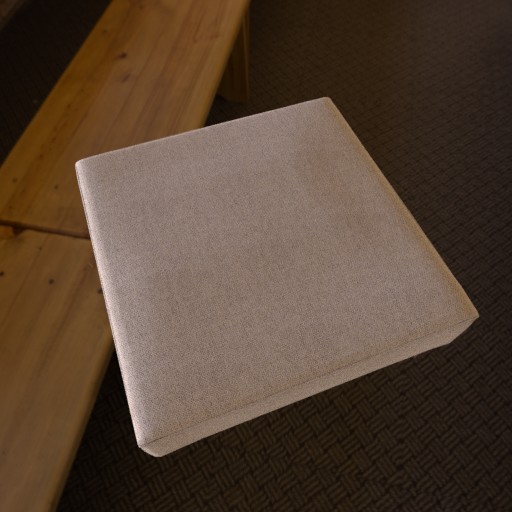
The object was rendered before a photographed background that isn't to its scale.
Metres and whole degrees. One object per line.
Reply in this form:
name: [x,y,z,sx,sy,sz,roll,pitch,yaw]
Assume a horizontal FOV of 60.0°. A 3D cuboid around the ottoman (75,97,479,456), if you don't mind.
ottoman: [0.000,0.000,1.494,0.973,0.381,0.982,-18,60,-11]
